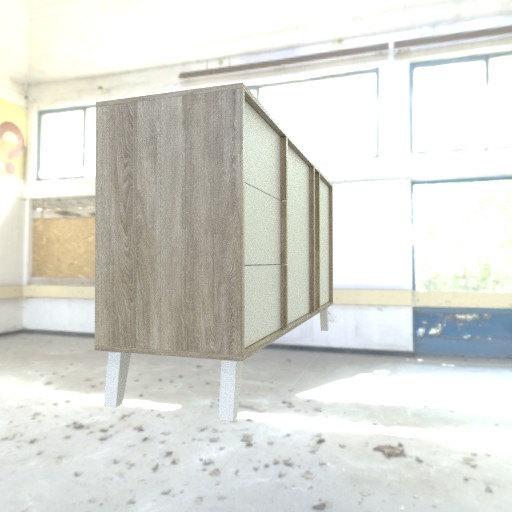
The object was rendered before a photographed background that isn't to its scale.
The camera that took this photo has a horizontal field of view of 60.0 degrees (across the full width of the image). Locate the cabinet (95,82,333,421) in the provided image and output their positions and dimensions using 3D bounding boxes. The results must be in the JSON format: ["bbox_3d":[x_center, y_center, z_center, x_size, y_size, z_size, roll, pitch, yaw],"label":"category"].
[{"bbox_3d":[0.000,0.000,1.962,0.450,0.870,1.600,0,-1,18],"label":"cabinet"}]
